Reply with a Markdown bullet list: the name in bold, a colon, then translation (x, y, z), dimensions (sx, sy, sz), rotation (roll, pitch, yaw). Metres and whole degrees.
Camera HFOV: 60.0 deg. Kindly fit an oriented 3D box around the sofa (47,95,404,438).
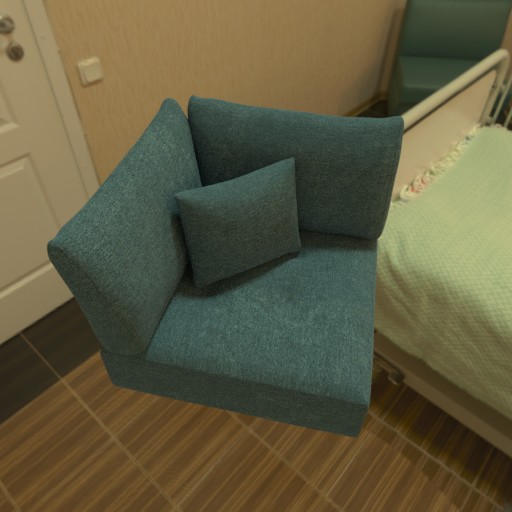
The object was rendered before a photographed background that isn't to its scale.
- **sofa**: translation (0.000, 0.000, 1.745), dimensions (1.000, 0.820, 1.000), rotation (9, 45, 9)
